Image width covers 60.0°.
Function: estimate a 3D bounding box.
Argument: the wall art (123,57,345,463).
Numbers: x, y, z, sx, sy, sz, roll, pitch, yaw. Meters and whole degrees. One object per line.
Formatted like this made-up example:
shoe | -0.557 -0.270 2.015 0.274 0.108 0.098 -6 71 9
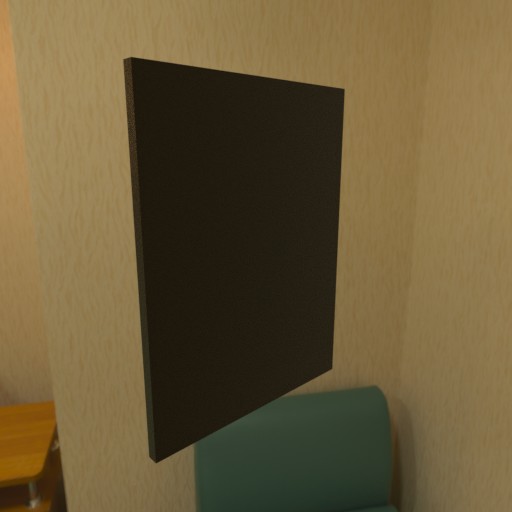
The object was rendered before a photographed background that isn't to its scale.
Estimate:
wall art | 0.000 0.000 1.403 0.806 1.062 0.038 -12 18 -42
